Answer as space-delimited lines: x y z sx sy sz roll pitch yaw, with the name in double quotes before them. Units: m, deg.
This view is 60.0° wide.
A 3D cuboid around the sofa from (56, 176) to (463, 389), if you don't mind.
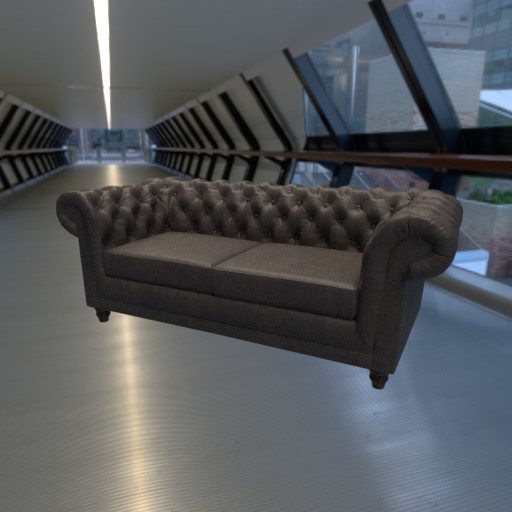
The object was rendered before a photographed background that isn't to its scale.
"sofa" 0.000 0.000 2.475 2.048 0.779 0.944 7 16 26
